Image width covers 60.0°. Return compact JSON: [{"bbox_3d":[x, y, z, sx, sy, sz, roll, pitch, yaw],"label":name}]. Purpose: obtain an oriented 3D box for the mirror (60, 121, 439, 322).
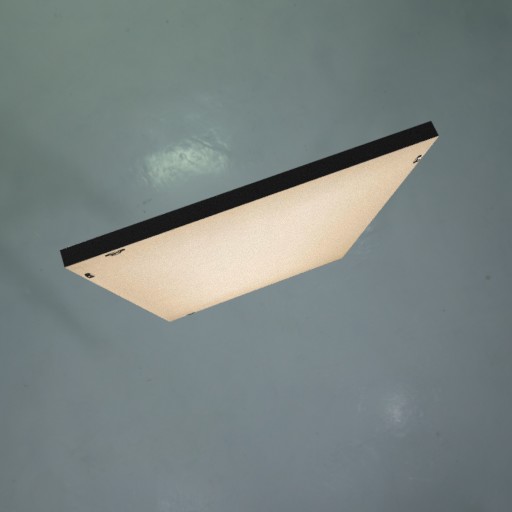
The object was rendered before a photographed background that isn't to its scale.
[{"bbox_3d":[0.000,0.000,1.341,0.762,1.016,0.041,-20,77,-5],"label":"mirror"}]
